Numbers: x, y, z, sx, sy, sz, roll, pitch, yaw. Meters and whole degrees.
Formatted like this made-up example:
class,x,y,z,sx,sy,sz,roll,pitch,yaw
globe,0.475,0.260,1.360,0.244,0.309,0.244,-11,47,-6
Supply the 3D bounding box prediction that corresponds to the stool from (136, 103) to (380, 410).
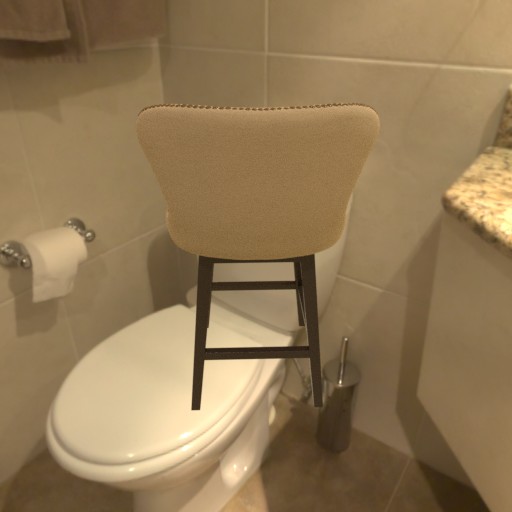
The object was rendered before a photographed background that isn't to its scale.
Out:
class,x,y,z,sx,sy,sz,roll,pitch,yaw
stool,0.000,0.000,1.324,0.528,0.971,0.593,-1,30,-2
